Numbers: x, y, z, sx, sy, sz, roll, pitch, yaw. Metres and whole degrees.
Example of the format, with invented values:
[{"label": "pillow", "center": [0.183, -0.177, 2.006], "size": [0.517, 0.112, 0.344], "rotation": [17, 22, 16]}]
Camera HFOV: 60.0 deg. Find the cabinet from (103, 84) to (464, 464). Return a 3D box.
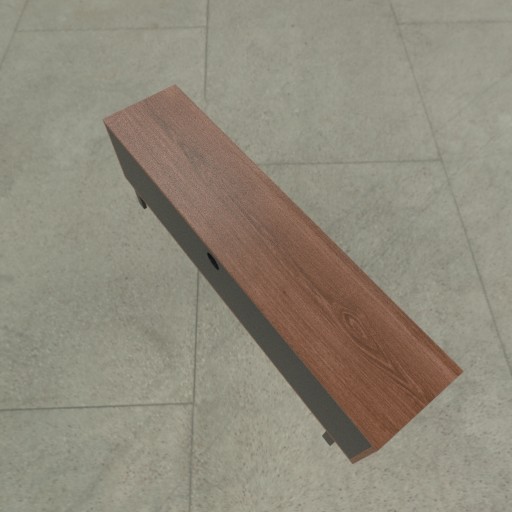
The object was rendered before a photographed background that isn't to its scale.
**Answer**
[{"label": "cabinet", "center": [0.000, 0.000, 1.847], "size": [0.400, 0.500, 1.650], "rotation": [-33, 65, -18]}]
